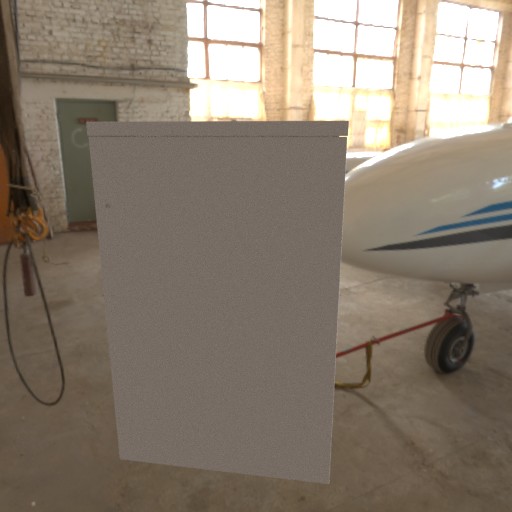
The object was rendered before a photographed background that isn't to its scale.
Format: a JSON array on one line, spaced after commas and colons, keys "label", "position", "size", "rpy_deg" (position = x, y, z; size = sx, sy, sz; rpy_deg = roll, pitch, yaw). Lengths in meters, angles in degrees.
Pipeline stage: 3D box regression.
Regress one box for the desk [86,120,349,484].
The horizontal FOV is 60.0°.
[{"label": "desk", "position": [0.000, 0.000, 1.293], "size": [0.482, 0.730, 0.898], "rpy_deg": [2, 16, 9]}]
